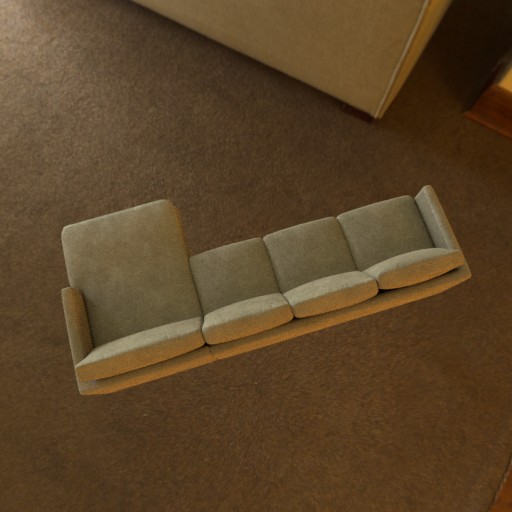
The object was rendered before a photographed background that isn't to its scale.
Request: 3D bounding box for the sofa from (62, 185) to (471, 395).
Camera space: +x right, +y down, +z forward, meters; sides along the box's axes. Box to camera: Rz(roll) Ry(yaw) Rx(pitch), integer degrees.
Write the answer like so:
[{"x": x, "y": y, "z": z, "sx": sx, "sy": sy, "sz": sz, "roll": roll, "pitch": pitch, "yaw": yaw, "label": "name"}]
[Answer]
[{"x": 0.000, "y": 0.000, "z": 4.143, "sx": 3.471, "sy": 0.950, "sz": 1.604, "roll": -16, "pitch": 75, "yaw": -5, "label": "sofa"}]
